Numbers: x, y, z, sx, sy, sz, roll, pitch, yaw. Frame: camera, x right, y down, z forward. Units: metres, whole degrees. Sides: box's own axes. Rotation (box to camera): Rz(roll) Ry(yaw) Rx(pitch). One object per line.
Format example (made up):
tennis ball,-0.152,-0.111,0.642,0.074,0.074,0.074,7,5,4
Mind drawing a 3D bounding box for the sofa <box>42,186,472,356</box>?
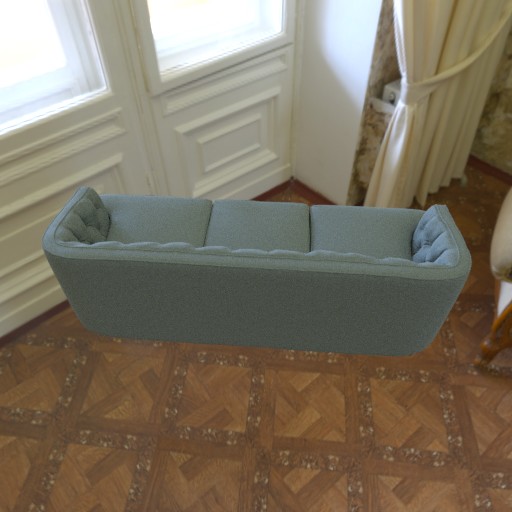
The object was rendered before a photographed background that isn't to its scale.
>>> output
sofa,0.000,0.000,2.720,2.278,0.855,0.941,3,48,3
